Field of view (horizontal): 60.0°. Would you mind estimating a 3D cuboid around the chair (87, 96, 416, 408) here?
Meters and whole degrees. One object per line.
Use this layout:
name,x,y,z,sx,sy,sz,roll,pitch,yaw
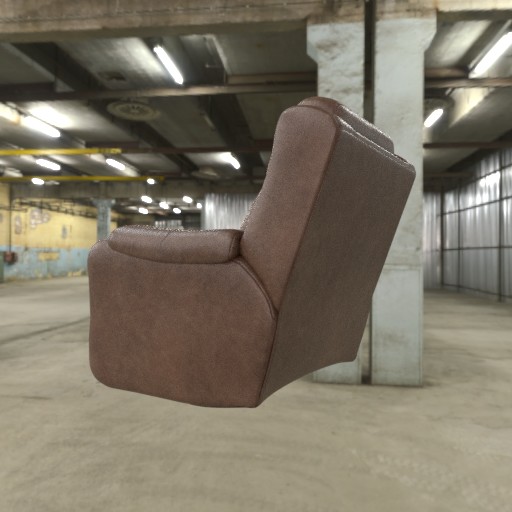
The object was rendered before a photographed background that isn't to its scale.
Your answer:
chair,0.000,0.000,1.785,1.067,0.990,0.940,0,-1,35
